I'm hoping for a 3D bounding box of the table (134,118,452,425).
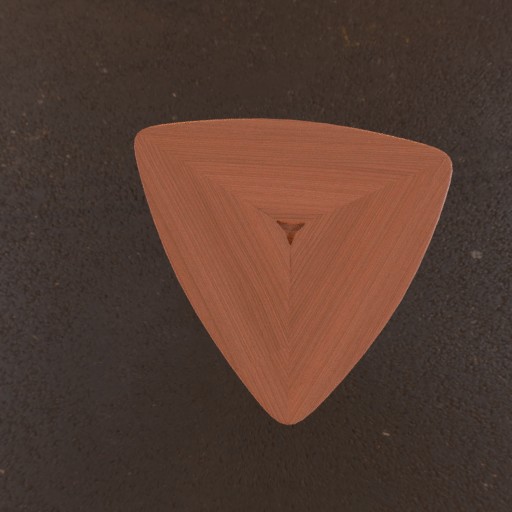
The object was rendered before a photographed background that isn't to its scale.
[{"bbox_3d":[0.000,0.000,0.877,0.455,0.564,0.442,33,79,7],"label":"table"}]
